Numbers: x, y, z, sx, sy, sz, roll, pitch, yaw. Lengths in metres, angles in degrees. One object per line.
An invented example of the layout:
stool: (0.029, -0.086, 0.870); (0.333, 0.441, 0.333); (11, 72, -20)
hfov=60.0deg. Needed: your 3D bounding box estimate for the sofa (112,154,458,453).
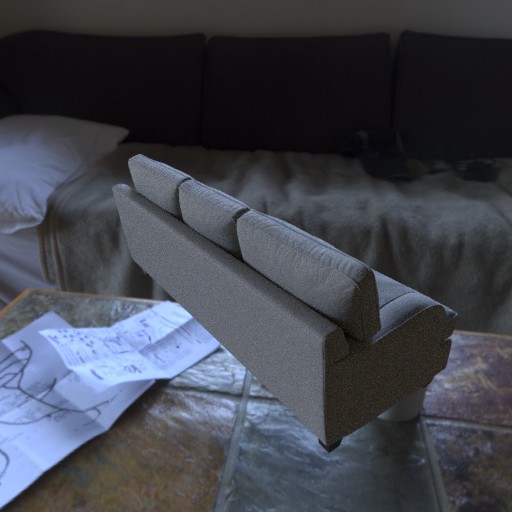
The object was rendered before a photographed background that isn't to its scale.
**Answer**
sofa: (0.000, 0.000, 2.872); (1.016, 0.997, 2.323); (-18, 32, -32)
